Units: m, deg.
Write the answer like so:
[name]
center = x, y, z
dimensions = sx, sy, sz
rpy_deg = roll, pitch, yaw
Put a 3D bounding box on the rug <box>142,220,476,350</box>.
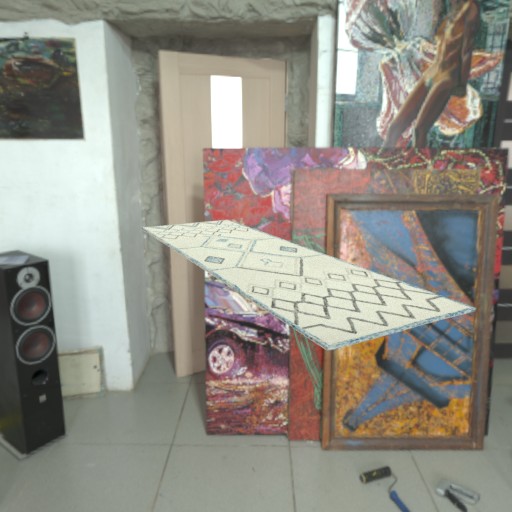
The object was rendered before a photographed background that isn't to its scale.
[rug]
center = 0.000, 0.000, 2.702
dimensions = 0.770, 0.013, 2.434
rpy_deg = -8, 16, -27
